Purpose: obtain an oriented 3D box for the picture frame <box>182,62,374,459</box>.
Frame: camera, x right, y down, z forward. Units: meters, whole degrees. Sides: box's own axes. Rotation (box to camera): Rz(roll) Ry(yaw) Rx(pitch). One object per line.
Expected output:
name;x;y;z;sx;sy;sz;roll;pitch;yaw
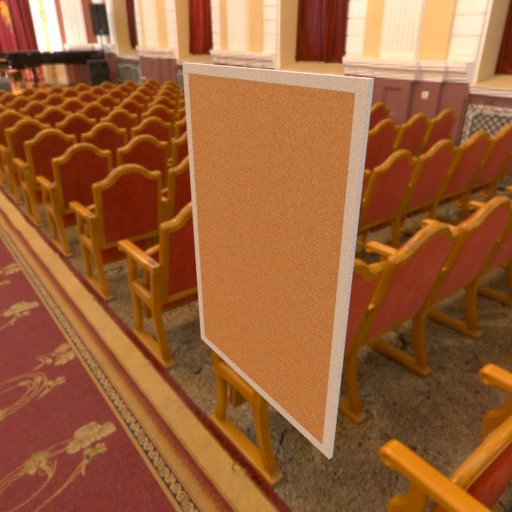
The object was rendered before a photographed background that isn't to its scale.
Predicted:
picture frame;0.000;0.000;1.205;0.013;0.940;0.659;-19;32;-33
